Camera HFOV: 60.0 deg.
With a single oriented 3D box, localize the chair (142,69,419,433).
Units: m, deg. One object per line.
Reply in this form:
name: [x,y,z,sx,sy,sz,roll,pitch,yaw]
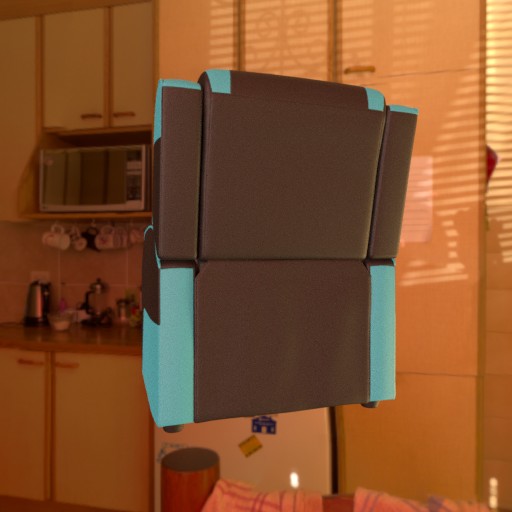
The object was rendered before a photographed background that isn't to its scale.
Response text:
chair: [0.000,0.000,1.285,0.620,0.805,0.672,0,1,-18]
